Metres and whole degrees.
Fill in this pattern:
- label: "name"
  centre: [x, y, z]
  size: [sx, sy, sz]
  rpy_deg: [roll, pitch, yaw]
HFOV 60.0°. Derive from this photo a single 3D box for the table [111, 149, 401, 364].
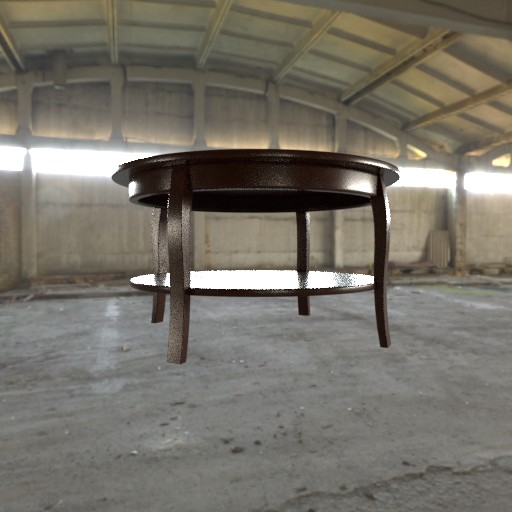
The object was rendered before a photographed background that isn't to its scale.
- label: "table"
  centre: [0.000, 0.000, 1.473]
  size: [0.911, 0.512, 0.911]
  rpy_deg: [0, 1, 0]
